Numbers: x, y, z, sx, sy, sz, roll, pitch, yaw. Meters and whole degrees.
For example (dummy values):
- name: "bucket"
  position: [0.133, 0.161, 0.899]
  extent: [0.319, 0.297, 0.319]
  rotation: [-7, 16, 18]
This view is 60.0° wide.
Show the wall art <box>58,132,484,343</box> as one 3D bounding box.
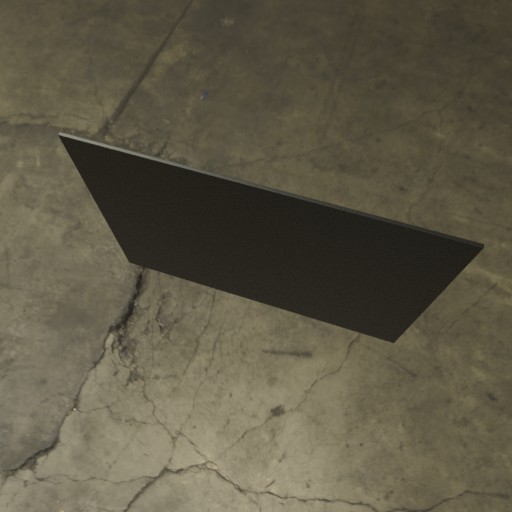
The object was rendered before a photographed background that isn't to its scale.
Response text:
- name: "wall art"
  position: [0.000, 0.000, 1.544]
  extent: [1.192, 0.811, 0.013]
  rotation: [16, 63, 8]
